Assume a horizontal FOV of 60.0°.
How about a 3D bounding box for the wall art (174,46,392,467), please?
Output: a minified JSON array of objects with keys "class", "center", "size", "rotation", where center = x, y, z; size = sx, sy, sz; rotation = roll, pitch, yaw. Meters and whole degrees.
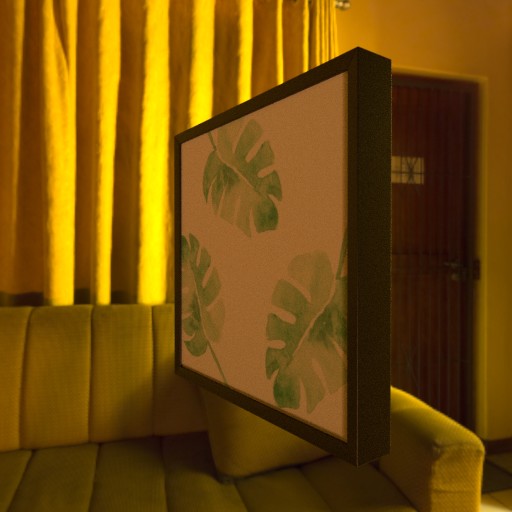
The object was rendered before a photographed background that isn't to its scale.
[{"class":"wall art","center":[0.000,0.000,0.454],"size":[0.038,0.304,0.304],"rotation":[0,1,-36]}]
